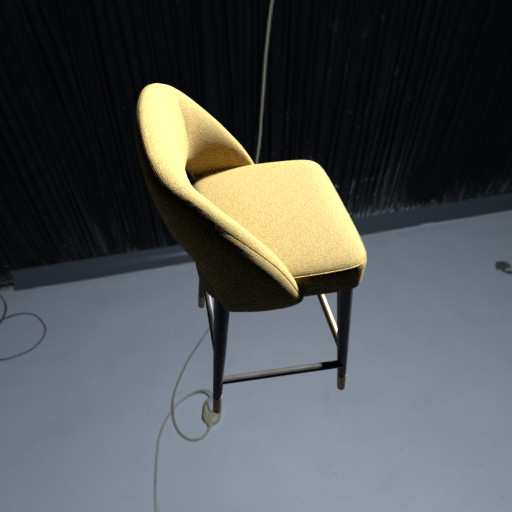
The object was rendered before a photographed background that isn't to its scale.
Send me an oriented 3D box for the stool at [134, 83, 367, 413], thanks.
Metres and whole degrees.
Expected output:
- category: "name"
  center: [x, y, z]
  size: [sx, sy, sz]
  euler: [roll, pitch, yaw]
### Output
- category: "stool"
  center: [0.000, 0.000, 1.279]
  size: [0.522, 0.939, 0.536]
  euler: [-8, 46, -8]
